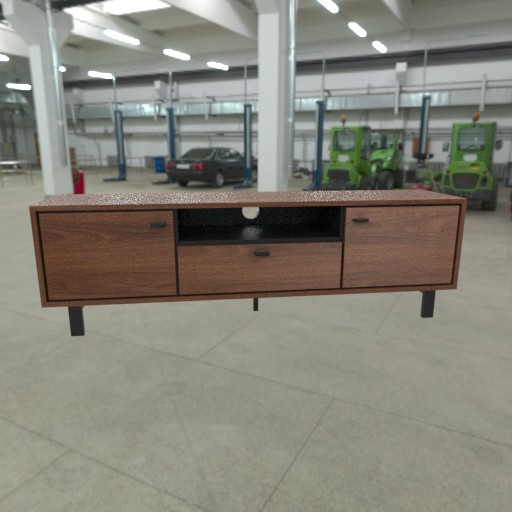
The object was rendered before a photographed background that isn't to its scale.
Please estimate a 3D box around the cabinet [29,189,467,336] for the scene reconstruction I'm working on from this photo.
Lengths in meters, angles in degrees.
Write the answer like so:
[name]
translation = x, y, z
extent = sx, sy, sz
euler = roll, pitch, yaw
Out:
[cabinet]
translation = 0.000, 0.000, 1.881
extent = 1.650, 0.500, 0.400
euler = -2, 14, -7
